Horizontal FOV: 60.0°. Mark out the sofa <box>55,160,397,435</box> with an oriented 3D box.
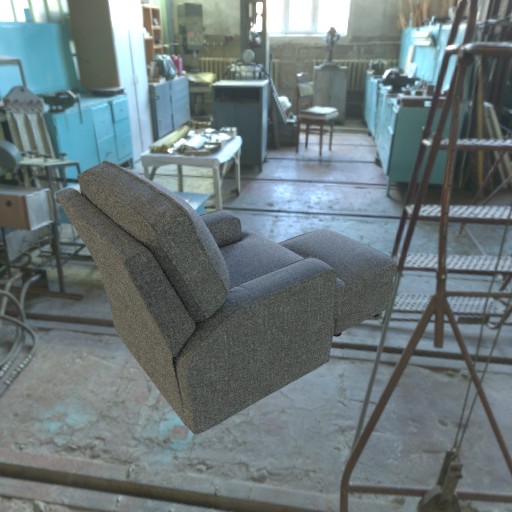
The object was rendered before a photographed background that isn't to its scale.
[{"bbox_3d":[0.000,0.000,2.068,1.472,0.959,0.861,-18,32,-32],"label":"sofa"}]
